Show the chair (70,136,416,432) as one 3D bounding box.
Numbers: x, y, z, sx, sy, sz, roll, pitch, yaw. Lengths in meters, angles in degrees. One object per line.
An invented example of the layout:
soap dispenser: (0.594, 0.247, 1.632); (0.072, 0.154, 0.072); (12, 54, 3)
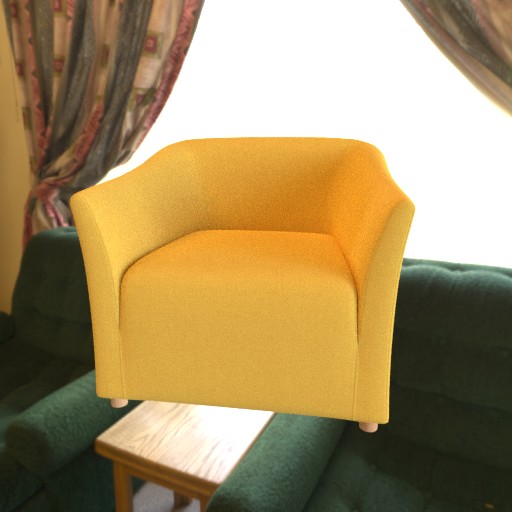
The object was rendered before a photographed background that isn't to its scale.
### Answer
chair: (0.000, 0.000, 1.359); (0.790, 0.720, 0.700); (2, 14, 9)
